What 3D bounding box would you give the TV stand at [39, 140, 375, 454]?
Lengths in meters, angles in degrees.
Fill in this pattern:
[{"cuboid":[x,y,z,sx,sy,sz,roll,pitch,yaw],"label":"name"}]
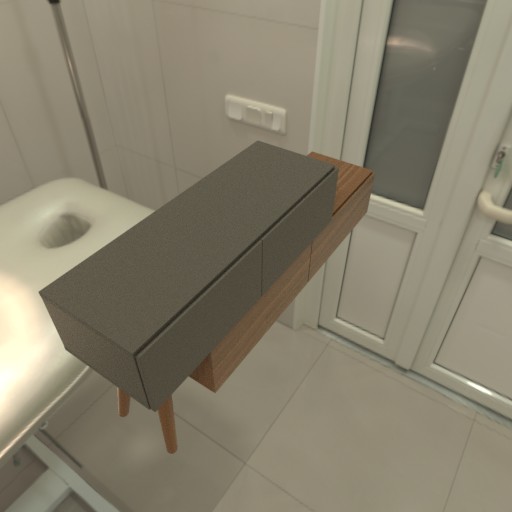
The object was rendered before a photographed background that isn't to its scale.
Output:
[{"cuboid":[0.000,0.000,1.581,0.329,0.591,1.336,24,47,25],"label":"TV stand"}]
